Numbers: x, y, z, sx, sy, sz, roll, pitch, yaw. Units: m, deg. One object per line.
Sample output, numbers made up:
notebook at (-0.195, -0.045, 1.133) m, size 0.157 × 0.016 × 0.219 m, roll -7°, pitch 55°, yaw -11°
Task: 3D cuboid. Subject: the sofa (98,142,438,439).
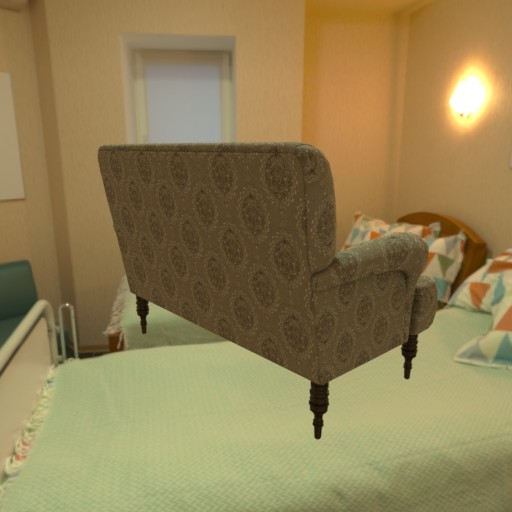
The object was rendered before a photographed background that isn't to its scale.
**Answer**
sofa at (0.000, 0.000, 1.809) m, size 0.779 × 0.889 × 1.297 m, roll -12°, pitch 18°, yaw -41°
